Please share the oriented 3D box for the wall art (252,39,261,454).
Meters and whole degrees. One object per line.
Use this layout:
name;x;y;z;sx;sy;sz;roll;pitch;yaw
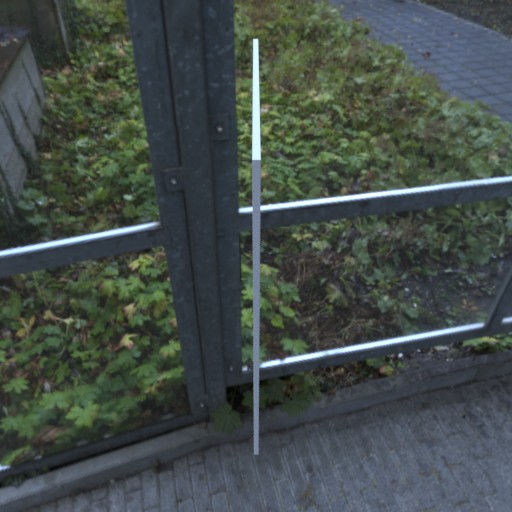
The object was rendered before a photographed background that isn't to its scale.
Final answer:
wall art;0.000;0.000;1.221;0.013;0.940;0.659;0;40;0
